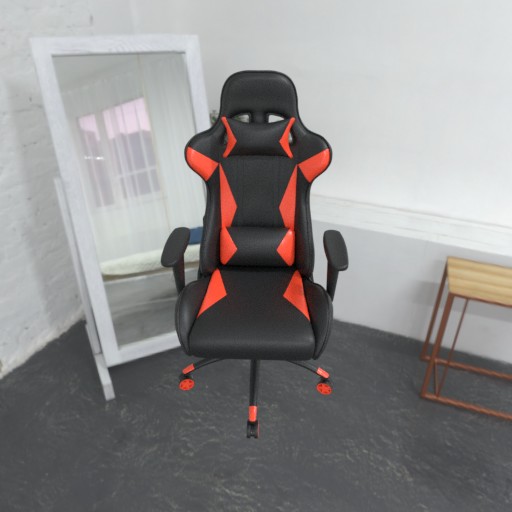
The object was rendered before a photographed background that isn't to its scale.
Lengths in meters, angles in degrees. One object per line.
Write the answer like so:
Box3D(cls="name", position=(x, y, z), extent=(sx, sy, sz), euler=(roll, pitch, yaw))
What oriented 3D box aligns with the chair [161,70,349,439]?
Box3D(cls="chair", position=(0.000, 0.000, 1.732), extent=(0.695, 1.282, 0.730), euler=(1, 30, 2))
